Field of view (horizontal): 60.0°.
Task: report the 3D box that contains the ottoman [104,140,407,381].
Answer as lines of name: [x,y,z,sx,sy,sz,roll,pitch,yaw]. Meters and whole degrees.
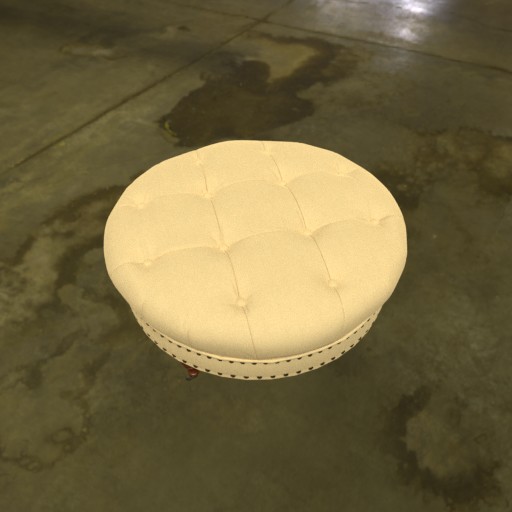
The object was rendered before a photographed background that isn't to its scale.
ottoman: [0.000,0.000,1.453,0.901,0.439,0.901,0,46,0]
